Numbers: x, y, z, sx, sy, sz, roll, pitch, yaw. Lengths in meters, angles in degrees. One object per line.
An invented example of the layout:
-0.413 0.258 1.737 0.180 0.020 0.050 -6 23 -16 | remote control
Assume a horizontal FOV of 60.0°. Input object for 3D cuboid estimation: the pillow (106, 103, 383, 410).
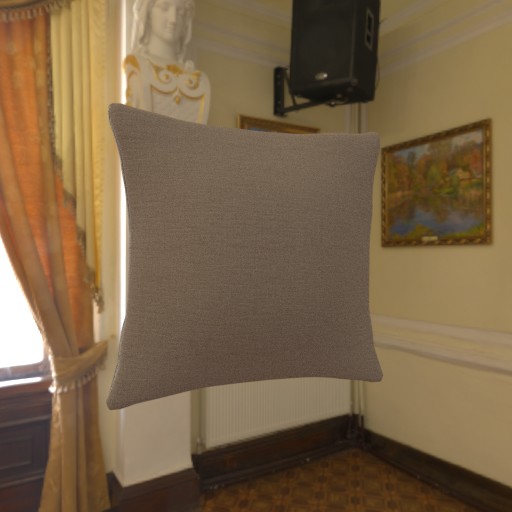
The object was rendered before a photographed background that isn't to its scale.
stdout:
0.000 0.000 0.678 0.435 0.416 0.189 0 0 -19 | pillow
